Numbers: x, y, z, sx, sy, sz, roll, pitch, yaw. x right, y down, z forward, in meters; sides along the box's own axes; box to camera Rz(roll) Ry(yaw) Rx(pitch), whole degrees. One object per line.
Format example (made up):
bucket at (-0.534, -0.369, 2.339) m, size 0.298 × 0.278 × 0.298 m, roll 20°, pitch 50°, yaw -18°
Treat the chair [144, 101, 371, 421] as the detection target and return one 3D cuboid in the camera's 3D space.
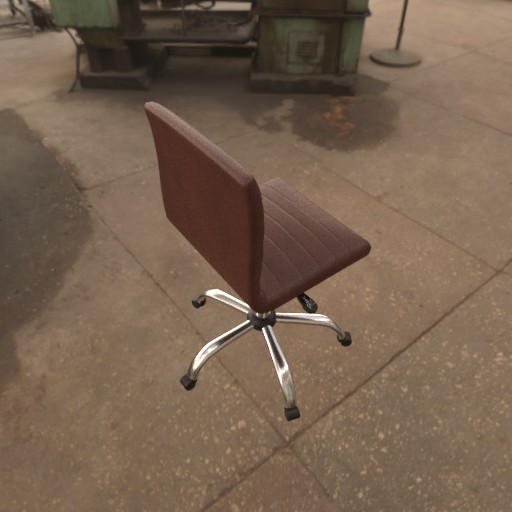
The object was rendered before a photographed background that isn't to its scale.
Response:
chair at (0.000, 0.000, 1.161) m, size 0.530 × 0.780 × 0.556 m, roll -26°, pitch 48°, yaw -25°
